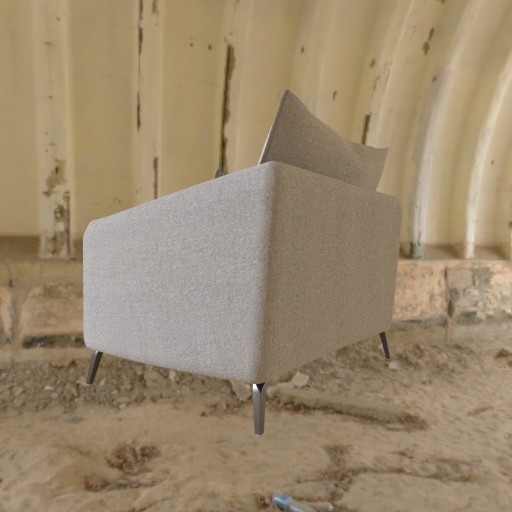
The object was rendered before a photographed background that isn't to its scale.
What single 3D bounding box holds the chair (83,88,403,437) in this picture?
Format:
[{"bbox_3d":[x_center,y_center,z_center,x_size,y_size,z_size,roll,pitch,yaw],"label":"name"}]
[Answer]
[{"bbox_3d":[0.000,0.000,1.631,0.801,0.856,1.029,0,1,36],"label":"chair"}]
